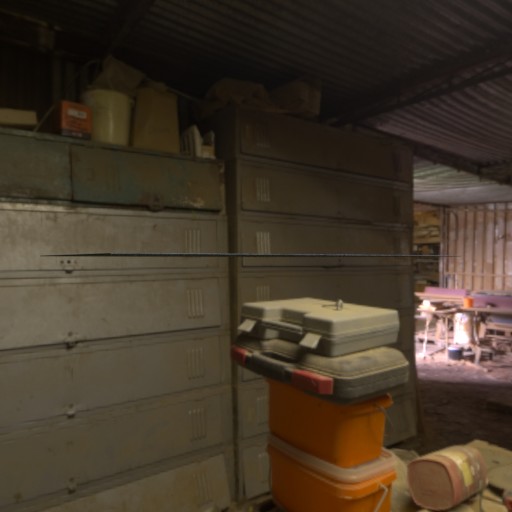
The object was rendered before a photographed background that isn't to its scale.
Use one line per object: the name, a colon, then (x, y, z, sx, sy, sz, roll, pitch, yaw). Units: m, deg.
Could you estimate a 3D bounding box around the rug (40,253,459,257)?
rug: (0.000, 0.000, 3.023, 2.440, 0.007, 1.525, 0, 0, -35)
